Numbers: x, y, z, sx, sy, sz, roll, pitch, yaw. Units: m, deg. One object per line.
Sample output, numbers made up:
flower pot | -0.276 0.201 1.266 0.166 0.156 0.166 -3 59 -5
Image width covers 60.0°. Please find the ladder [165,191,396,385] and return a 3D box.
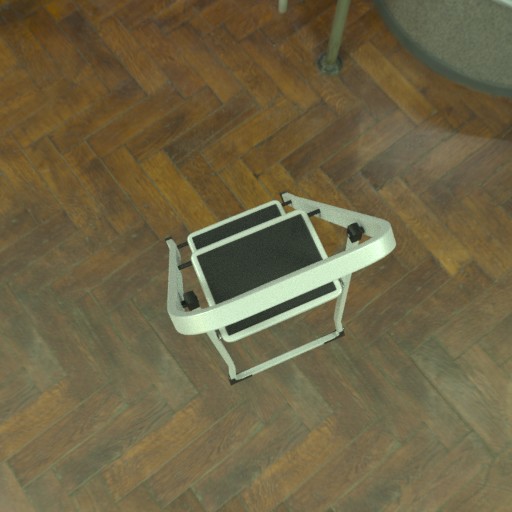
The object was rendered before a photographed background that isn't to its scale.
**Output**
ladder | 0.000 0.000 1.113 0.460 0.810 0.544 -22 77 -5
